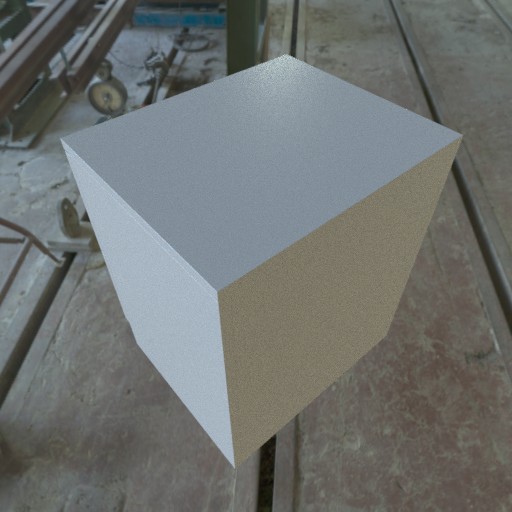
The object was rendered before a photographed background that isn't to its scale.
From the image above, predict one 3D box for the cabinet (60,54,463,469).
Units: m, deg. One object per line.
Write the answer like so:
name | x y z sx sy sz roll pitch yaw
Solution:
cabinet | 0.000 0.000 0.750 0.400 0.470 0.360 -32 54 -27
